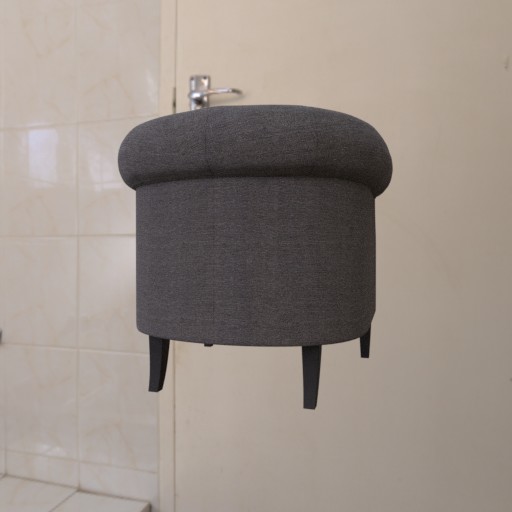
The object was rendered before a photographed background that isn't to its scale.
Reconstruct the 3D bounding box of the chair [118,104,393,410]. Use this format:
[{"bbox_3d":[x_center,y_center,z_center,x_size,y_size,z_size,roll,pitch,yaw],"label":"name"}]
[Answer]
[{"bbox_3d":[0.000,0.000,1.544,0.905,0.827,0.852,0,1,18],"label":"chair"}]
